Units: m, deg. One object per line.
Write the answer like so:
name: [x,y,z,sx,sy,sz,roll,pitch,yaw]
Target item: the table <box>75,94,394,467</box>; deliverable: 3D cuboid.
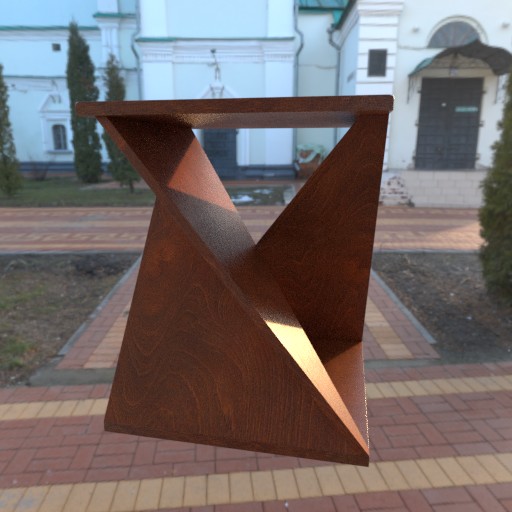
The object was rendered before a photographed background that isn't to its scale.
table: [0.000,0.000,0.838,0.427,0.520,0.427,3,14,11]
